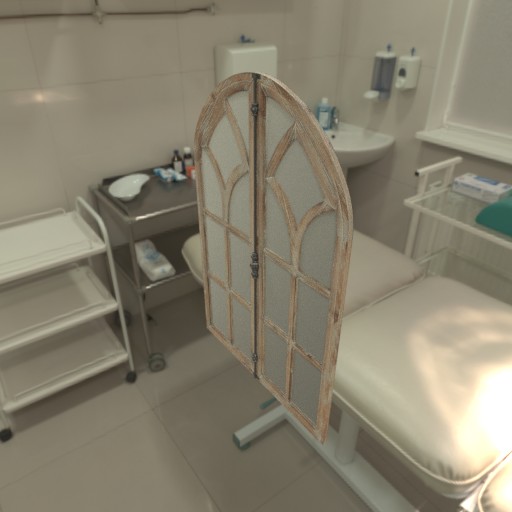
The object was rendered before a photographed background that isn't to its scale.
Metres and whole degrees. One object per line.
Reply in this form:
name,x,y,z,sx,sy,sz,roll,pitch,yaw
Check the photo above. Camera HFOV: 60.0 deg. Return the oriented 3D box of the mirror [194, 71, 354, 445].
mirror,0.000,0.000,1.185,0.032,0.915,0.609,-21,37,-31
